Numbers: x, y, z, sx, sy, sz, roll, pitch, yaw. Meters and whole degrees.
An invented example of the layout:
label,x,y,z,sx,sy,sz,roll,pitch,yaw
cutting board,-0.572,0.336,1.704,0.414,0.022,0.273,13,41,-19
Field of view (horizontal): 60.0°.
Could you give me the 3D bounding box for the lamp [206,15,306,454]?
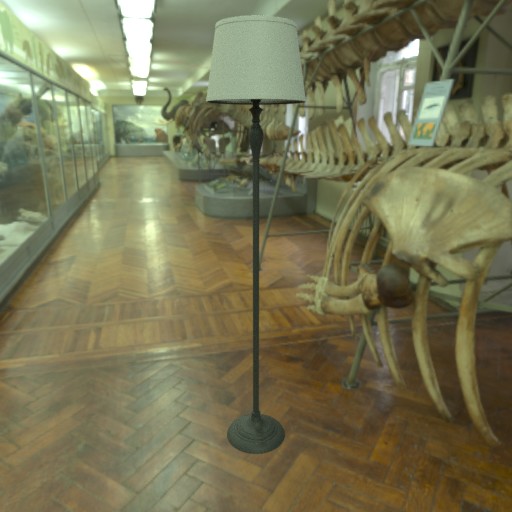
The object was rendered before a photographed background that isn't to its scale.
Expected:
label,x,y,z,sx,sy,sz,roll,pitch,yaw
lamp,0.000,0.000,1.598,0.327,1.506,0.327,-15,22,-42
